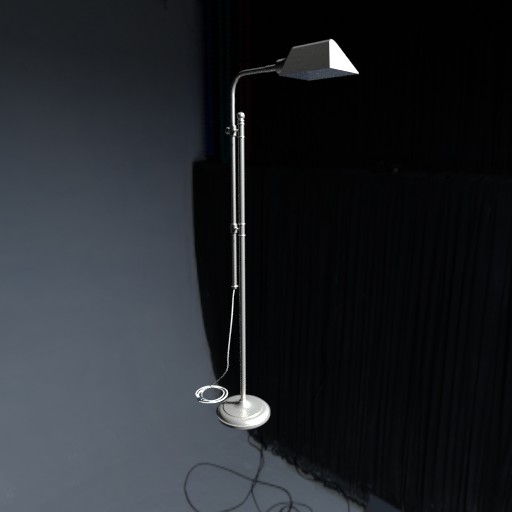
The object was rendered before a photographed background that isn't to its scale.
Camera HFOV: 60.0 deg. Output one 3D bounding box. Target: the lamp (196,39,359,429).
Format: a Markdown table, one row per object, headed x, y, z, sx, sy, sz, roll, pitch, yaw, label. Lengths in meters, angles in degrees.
| x | y | z | sx | sy | sz | roll | pitch | yaw | label |
| --- | --- | --- | --- | --- | --- | --- | --- | --- | --- |
| 0.000 | 0.000 | 1.870 | 0.256 | 1.571 | 0.813 | -13 | 19 | -43 | lamp |
